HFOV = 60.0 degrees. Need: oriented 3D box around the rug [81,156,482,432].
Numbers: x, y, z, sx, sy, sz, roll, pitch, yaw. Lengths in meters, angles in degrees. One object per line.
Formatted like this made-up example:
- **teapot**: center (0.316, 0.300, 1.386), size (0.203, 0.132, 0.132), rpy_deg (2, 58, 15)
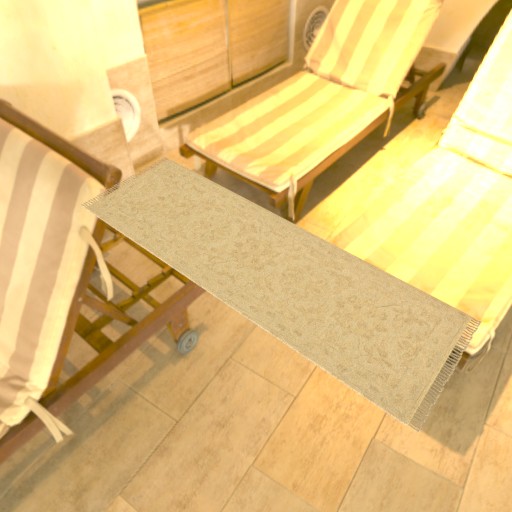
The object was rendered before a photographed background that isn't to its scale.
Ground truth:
- **rug**: center (0.000, 0.000, 2.774), size (2.544, 0.015, 0.795), rpy_deg (30, 53, 26)
